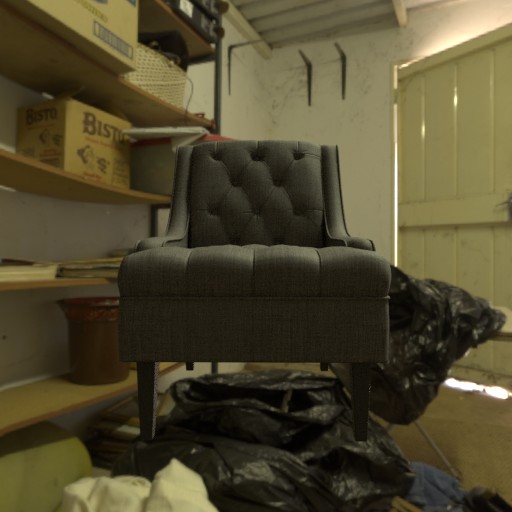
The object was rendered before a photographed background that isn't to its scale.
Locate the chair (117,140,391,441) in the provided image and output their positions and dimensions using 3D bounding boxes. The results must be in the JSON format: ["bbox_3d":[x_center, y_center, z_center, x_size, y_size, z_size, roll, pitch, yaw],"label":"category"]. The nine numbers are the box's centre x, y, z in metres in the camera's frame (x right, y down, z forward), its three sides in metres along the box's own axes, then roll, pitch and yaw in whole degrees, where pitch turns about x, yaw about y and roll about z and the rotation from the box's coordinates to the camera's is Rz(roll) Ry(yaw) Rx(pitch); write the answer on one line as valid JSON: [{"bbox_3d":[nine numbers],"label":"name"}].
[{"bbox_3d":[0.000,0.000,1.385,0.655,0.891,0.771,0,0,1],"label":"chair"}]
